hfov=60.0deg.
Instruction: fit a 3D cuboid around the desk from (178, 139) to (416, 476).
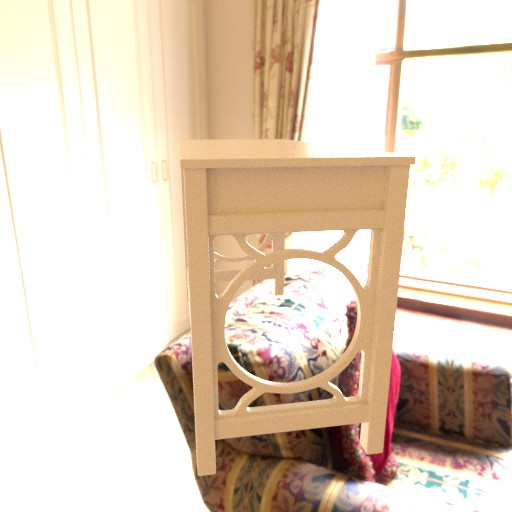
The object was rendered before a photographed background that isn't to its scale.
[{"bbox_3d":[0.000,0.000,1.569,0.504,0.762,1.191,-3,17,-9],"label":"desk"}]
